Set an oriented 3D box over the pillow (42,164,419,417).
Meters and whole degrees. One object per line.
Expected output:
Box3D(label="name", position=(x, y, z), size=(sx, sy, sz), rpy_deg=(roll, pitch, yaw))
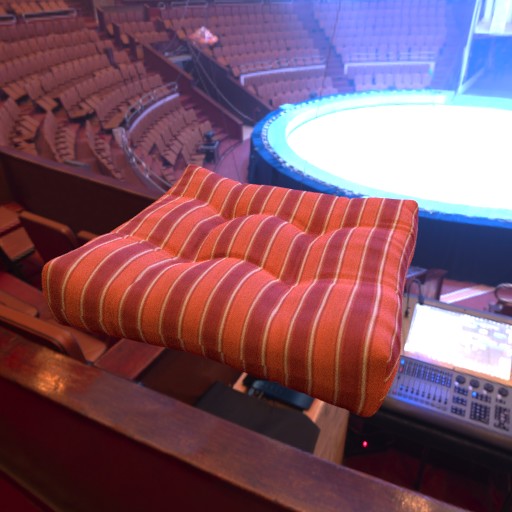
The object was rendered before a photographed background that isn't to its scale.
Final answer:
Box3D(label="pillow", position=(0.000, 0.000, 0.733), size=(0.490, 0.133, 0.468), rpy_deg=(11, 32, 18))
